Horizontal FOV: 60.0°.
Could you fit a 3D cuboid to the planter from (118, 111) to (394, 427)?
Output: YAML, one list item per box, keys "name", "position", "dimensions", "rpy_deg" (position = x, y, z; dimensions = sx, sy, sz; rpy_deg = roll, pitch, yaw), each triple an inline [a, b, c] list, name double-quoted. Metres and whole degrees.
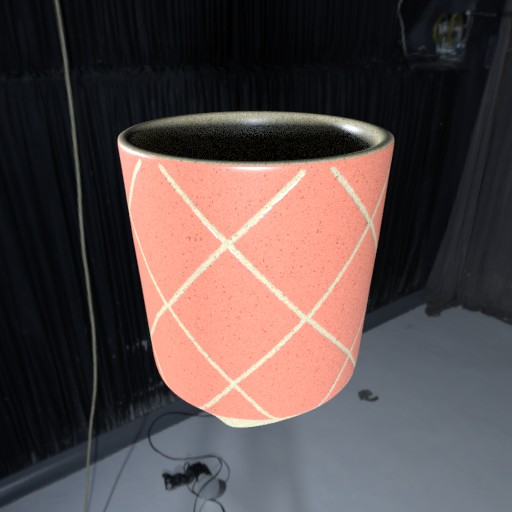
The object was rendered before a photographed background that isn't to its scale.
- name: "planter"
  position: [0.000, 0.000, 0.360]
  dimensions: [0.191, 0.200, 0.191]
  rpy_deg: [0, 26, 0]
